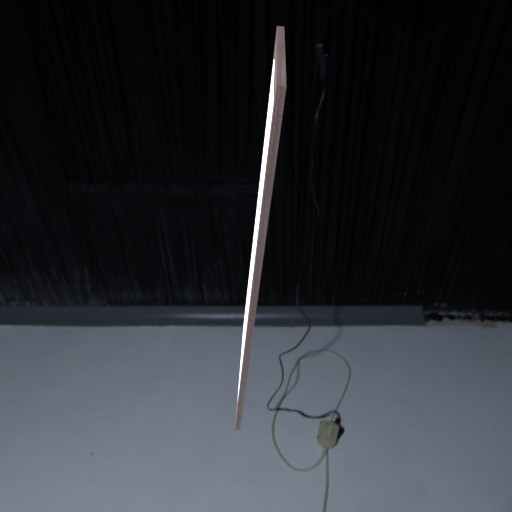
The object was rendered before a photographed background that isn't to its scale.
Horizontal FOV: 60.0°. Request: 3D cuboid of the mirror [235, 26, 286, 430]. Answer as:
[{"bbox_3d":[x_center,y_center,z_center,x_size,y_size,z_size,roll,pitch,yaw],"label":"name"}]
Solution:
[{"bbox_3d":[0.000,0.000,2.324,0.221,2.020,0.812,1,39,2],"label":"mirror"}]
